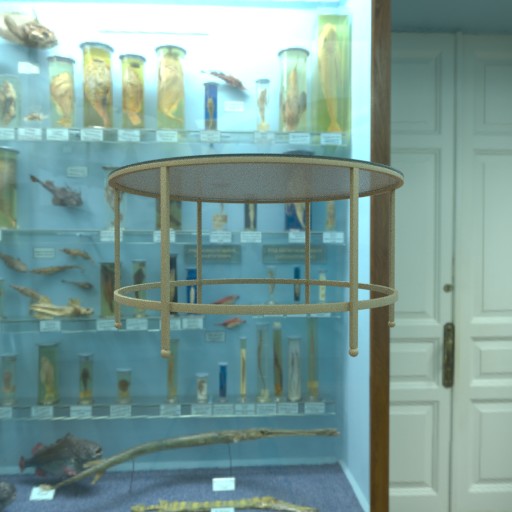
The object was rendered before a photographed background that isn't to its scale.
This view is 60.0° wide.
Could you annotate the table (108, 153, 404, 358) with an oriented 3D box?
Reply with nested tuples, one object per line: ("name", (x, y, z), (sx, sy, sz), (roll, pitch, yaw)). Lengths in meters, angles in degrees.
("table", (0.000, 0.000, 1.440), (0.914, 0.470, 0.914), (0, 1, 0))
